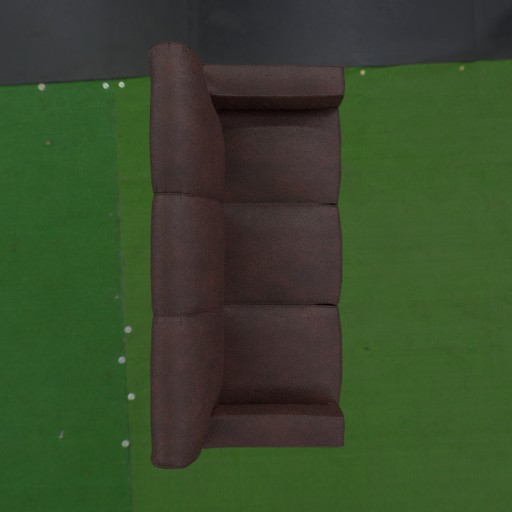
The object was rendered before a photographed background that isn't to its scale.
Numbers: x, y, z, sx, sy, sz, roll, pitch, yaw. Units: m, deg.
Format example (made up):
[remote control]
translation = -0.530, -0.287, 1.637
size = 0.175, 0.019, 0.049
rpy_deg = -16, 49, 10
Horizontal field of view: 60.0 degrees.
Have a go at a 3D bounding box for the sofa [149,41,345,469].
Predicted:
[sofa]
translation = 0.000, 0.000, 2.485
size = 1.008, 0.953, 2.039
rpy_deg = 0, 90, 0
